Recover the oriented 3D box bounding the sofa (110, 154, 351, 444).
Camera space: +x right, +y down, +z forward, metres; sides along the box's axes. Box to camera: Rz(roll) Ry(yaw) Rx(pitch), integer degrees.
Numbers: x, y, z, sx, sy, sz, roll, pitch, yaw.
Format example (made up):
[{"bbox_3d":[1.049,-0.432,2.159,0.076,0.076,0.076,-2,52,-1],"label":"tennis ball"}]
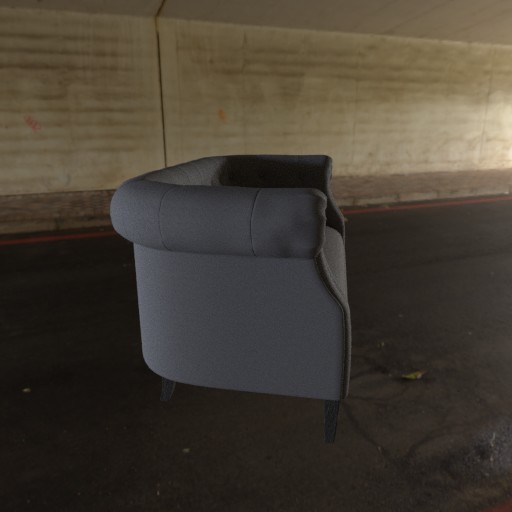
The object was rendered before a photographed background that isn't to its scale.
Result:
[{"bbox_3d":[0.000,0.000,2.030,0.835,0.827,1.558,3,17,10],"label":"sofa"}]
